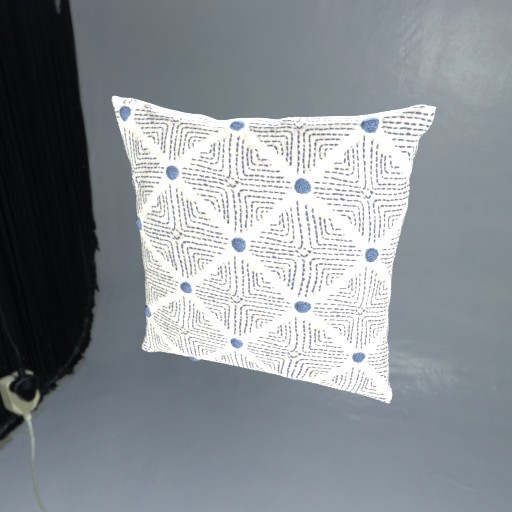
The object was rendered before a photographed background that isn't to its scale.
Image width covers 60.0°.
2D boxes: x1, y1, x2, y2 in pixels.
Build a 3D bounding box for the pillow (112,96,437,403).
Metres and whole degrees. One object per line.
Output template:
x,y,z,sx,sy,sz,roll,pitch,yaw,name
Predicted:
0.000,0.000,0.764,0.510,0.510,0.145,8,26,17,pillow
